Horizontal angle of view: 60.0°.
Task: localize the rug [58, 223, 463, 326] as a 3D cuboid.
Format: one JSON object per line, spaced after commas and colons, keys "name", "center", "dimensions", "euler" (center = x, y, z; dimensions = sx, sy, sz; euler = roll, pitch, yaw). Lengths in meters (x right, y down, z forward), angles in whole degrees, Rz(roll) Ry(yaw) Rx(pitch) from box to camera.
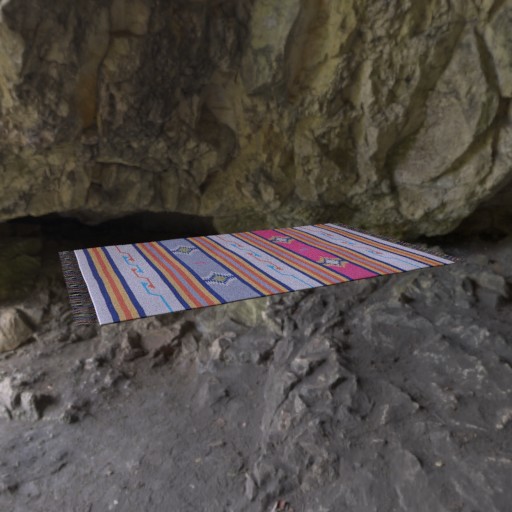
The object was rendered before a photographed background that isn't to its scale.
{"name": "rug", "center": [0.000, 0.000, 2.314], "dimensions": [1.849, 0.013, 1.084], "euler": [-7, 17, -25]}
